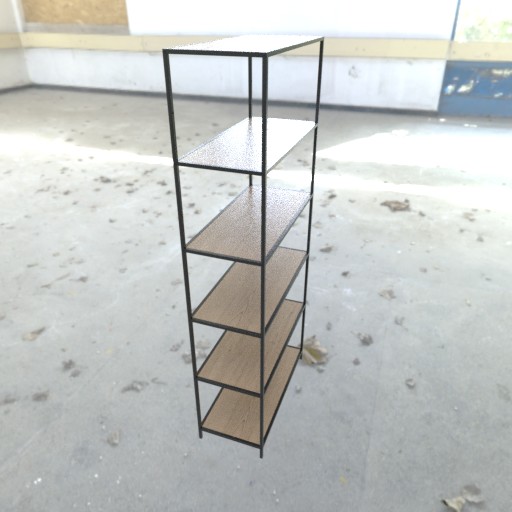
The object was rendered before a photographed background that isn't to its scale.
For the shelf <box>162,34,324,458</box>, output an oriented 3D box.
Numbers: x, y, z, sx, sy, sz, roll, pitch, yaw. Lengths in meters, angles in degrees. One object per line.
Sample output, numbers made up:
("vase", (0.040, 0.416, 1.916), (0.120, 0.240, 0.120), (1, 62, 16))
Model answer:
("shelf", (0.000, 0.000, 2.120), (0.350, 1.850, 0.770), (10, 31, 17))
